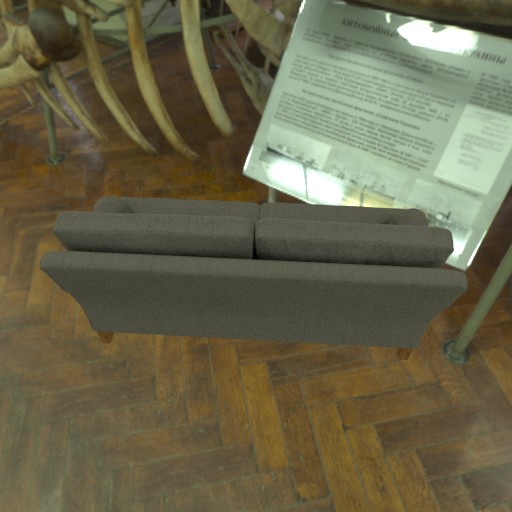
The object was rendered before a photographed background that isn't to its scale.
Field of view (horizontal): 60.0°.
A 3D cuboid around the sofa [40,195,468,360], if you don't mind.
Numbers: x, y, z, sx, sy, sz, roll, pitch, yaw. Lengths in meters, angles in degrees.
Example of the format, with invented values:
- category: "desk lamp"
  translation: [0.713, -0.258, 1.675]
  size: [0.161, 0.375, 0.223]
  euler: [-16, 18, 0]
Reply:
- category: "sofa"
  translation: [0.000, 0.000, 2.818]
  size: [2.165, 1.087, 1.086]
  euler: [3, 47, 2]
